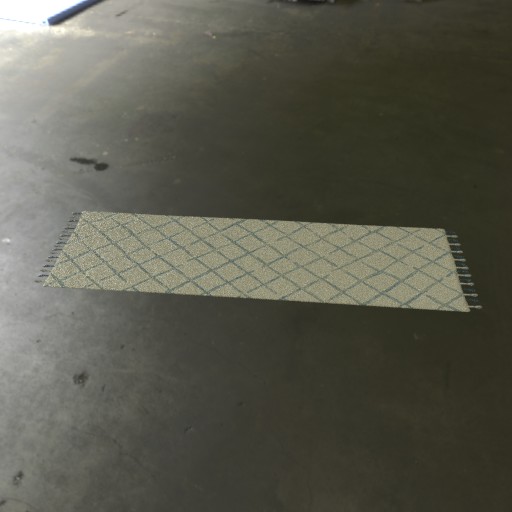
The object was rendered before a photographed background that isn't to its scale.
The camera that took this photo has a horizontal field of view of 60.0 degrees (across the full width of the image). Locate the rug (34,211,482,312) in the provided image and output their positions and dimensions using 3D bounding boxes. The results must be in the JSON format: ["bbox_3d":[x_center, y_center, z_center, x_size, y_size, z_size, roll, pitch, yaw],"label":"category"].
[{"bbox_3d":[0.000,0.000,2.529,2.372,0.008,0.620,3,47,3],"label":"rug"}]
